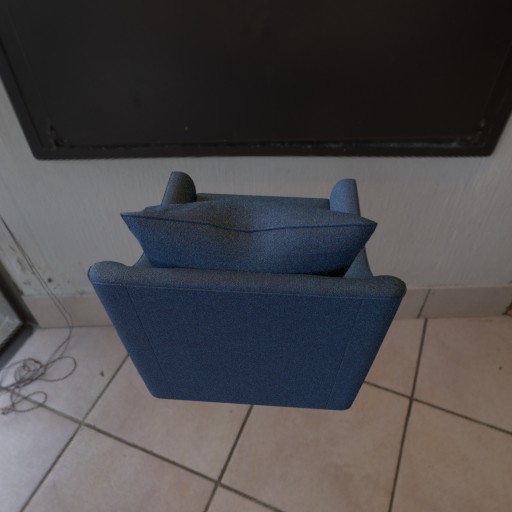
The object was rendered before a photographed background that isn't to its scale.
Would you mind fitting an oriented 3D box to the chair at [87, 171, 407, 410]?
[{"bbox_3d":[0.000,0.000,1.556,0.750,0.939,0.870,3,47,3],"label":"chair"}]
